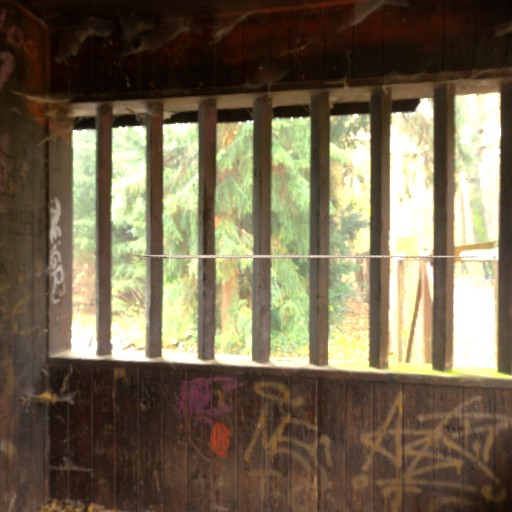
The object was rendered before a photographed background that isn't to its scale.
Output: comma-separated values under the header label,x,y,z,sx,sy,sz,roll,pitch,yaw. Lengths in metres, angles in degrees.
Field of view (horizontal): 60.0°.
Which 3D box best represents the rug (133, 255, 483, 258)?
label,x,y,z,sx,sy,sz,roll,pitch,yaw
rug,0.000,0.000,3.061,1.523,0.008,2.438,0,0,-18
